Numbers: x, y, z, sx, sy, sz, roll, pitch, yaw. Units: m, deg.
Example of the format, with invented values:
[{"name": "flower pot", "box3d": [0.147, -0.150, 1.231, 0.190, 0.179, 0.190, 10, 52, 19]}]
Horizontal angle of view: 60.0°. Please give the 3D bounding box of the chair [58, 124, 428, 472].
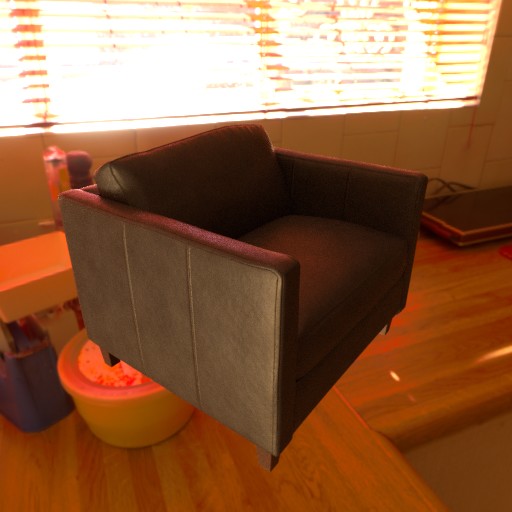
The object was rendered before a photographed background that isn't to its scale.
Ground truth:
[{"name": "chair", "box3d": [0.000, 0.000, 1.575, 0.862, 0.811, 0.939, 19, 32, 33]}]
